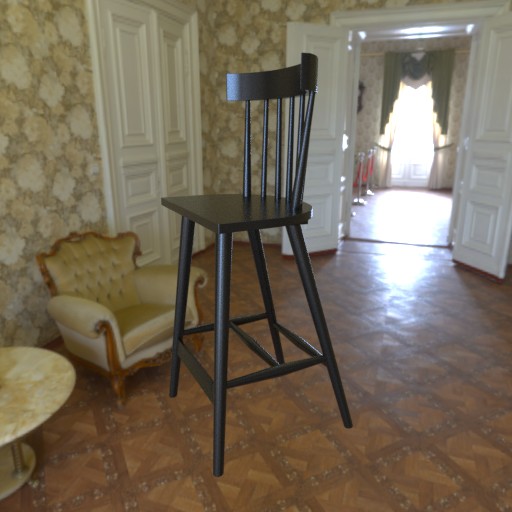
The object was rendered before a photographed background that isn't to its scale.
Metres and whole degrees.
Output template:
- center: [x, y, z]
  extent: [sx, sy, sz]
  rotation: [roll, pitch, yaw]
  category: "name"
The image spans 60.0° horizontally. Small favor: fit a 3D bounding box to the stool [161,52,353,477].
- center: [0.000, 0.000, 1.365]
  extent: [0.483, 1.092, 0.482]
  rotation: [-8, 18, -26]
  category: "stool"
